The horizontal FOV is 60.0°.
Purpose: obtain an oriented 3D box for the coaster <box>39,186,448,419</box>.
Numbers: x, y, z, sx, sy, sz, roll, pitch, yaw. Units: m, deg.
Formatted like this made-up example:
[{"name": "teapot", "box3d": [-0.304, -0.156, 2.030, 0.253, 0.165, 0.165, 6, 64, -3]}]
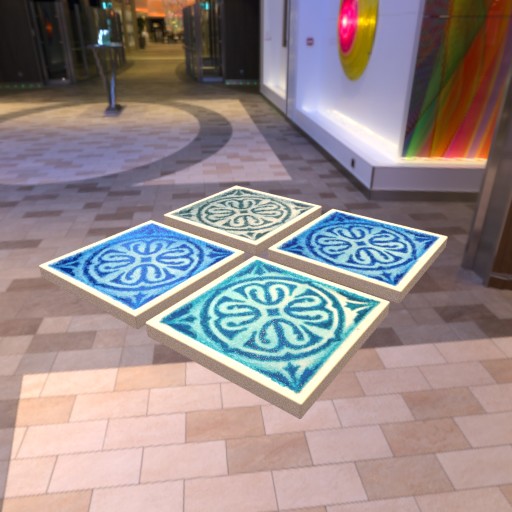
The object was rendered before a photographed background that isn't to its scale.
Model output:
[{"name": "coaster", "box3d": [0.000, 0.000, 0.330, 0.214, 0.010, 0.219, 19, 33, 32]}]
